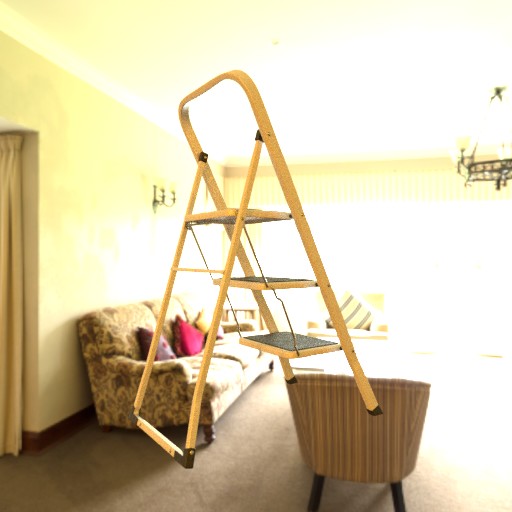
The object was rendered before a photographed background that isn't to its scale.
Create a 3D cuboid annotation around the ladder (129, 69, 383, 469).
[{"bbox_3d":[0.000,0.000,1.453,0.711,1.050,0.460,0,0,-35],"label":"ladder"}]
